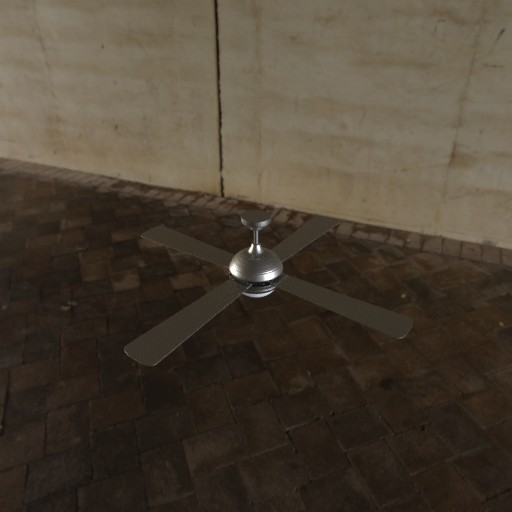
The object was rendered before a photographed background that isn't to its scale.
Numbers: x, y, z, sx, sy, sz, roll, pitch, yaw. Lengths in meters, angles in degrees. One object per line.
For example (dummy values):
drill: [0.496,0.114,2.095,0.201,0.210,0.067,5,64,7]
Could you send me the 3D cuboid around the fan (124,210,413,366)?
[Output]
fan: [0.000,0.000,1.927,1.321,0.381,1.321,-18,35,-28]
